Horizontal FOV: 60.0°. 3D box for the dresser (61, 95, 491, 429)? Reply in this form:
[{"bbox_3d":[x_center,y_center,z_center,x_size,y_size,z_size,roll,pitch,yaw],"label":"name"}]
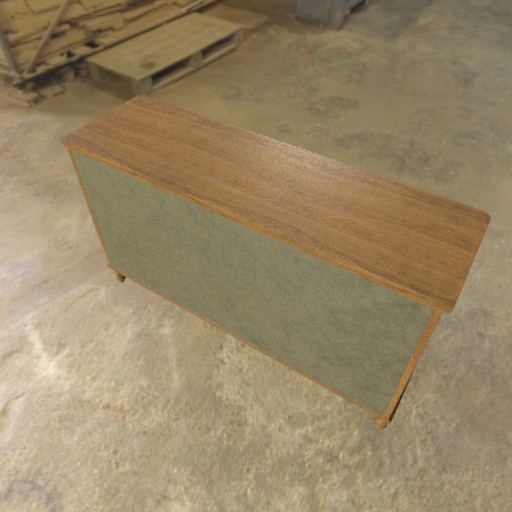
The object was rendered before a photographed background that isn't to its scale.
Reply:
[{"bbox_3d":[0.000,0.000,1.963,1.583,0.892,0.468,25,51,22],"label":"dresser"}]
